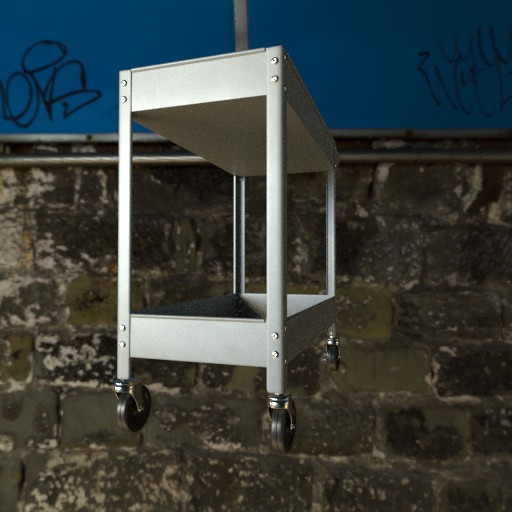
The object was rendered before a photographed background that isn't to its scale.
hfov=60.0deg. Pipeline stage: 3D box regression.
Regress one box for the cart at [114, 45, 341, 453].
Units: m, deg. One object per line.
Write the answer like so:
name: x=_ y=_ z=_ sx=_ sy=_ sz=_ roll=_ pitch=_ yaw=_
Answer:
cart: x=0.000 y=0.000 z=1.178 sx=0.366 sy=0.719 sz=0.779 roll=0 pitch=-1 yaw=18
